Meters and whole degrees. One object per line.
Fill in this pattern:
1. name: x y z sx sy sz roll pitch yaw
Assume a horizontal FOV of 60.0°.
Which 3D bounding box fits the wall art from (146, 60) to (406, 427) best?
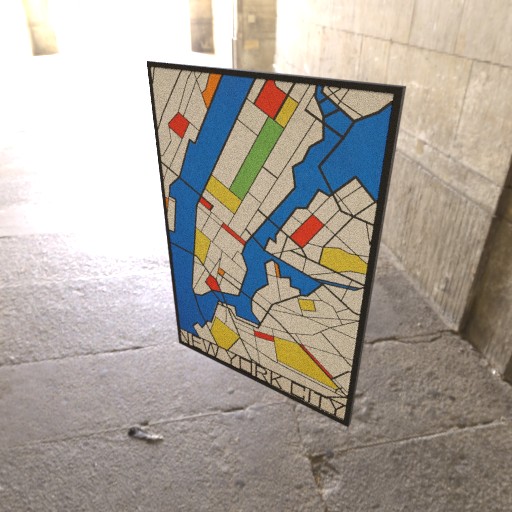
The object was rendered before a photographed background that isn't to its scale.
1. wall art: 0.000 0.000 0.845 0.457 0.657 0.013 19 36 28
